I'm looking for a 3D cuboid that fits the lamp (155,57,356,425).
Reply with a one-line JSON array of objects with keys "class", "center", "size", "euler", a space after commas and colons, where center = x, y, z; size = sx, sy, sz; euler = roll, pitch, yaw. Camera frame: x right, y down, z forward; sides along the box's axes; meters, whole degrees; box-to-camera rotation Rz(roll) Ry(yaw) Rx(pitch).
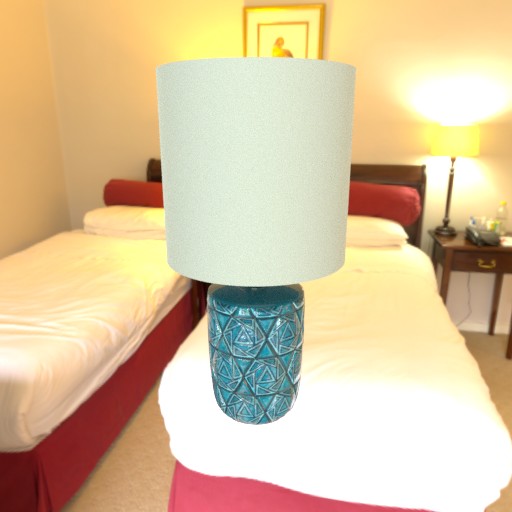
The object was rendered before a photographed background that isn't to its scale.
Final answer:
[{"class": "lamp", "center": [0.000, 0.000, 0.488], "size": [0.193, 0.377, 0.193], "euler": [-8, 18, -25]}]
